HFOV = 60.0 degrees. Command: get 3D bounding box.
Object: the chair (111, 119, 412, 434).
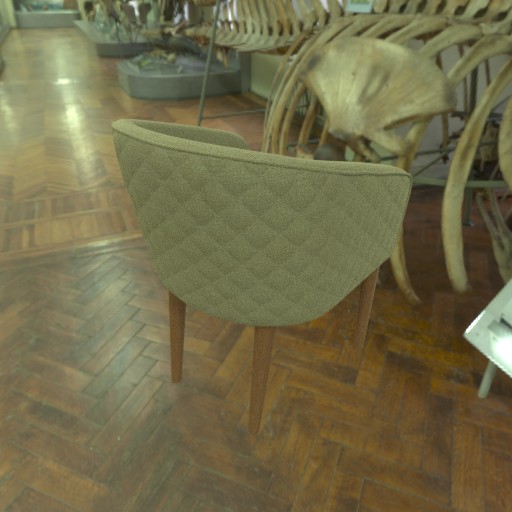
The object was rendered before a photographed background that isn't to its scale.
[{"bbox_3d":[0.000,0.000,1.195,0.584,0.775,0.616,21,37,31],"label":"chair"}]
